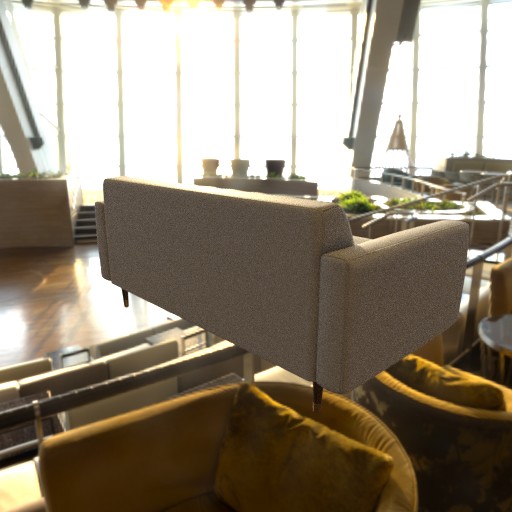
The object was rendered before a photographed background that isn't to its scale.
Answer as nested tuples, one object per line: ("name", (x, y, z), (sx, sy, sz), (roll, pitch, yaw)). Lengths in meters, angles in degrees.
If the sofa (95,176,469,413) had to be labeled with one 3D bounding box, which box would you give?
("sofa", (0.000, 0.000, 2.417), (0.969, 0.814, 1.895), (-14, 20, -42))
